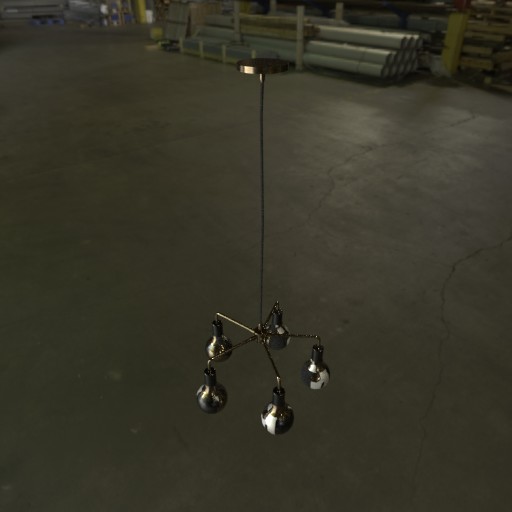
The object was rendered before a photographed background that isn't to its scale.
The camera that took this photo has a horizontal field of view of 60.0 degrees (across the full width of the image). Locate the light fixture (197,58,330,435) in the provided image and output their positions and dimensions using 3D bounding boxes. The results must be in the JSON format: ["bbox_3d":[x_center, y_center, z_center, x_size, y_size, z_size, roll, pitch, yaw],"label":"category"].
[{"bbox_3d":[0.000,0.000,1.214,0.421,0.988,0.438,23,39,31],"label":"light fixture"}]
